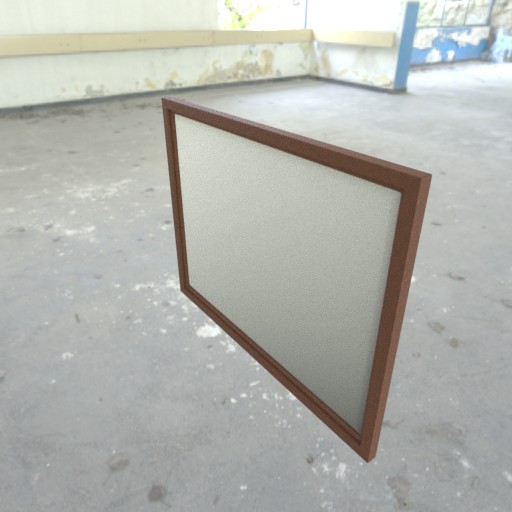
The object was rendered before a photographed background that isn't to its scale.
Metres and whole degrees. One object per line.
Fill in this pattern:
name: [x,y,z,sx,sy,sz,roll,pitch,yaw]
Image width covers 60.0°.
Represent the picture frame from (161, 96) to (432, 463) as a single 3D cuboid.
picture frame: [0.000,0.000,1.743,0.045,1.018,1.329,-20,35,-32]
